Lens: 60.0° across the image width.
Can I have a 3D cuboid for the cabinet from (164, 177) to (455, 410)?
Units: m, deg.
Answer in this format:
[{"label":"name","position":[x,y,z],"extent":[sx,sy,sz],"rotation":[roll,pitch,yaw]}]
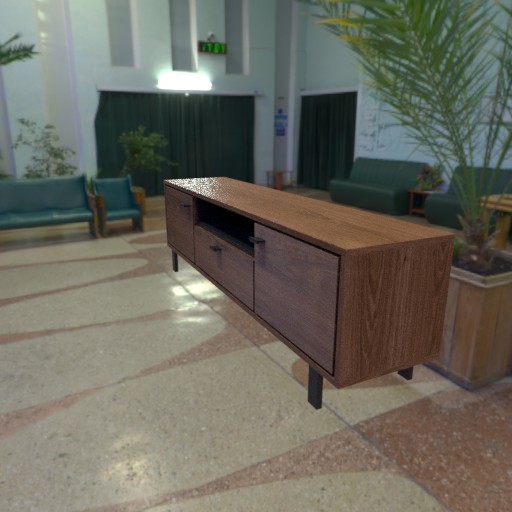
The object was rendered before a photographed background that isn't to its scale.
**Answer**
[{"label":"cabinet","position":[0.000,0.000,1.906],"extent":[0.400,0.500,1.650],"rotation":[-8,18,-25]}]
